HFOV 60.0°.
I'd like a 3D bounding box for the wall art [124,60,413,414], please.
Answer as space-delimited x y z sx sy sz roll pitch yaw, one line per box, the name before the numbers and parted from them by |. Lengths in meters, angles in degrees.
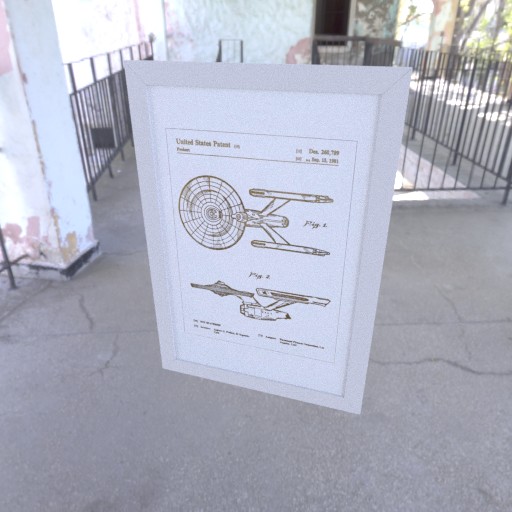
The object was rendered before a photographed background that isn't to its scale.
wall art | 0.000 0.000 0.825 0.454 0.659 0.011 8 29 16
